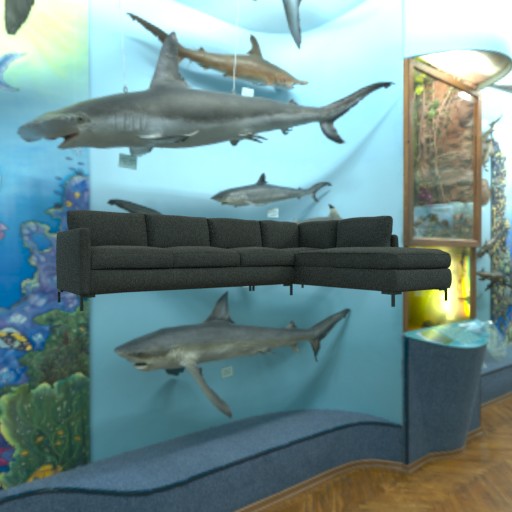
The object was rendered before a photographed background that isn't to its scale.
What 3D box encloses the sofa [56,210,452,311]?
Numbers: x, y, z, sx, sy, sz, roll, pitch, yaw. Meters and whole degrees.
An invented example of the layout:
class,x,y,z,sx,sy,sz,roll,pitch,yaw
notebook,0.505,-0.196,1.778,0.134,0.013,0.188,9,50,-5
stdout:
class,x,y,z,sx,sy,sz,roll,pitch,yaw
sofa,0.000,0.000,3.930,2.949,0.815,2.007,0,0,-36
